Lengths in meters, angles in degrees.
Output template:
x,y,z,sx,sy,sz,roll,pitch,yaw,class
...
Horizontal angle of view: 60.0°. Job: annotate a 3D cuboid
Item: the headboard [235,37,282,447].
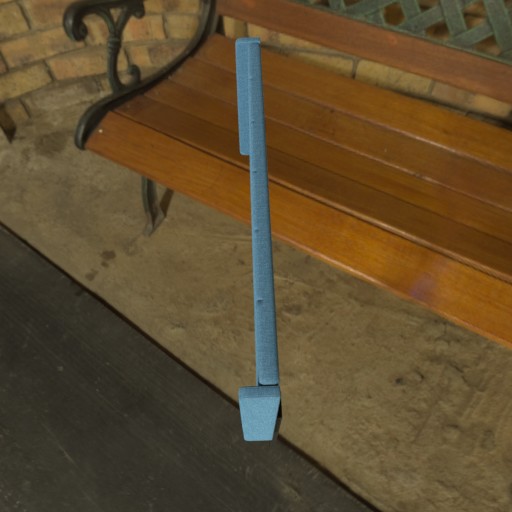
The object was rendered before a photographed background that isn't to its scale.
x,y,z,sx,sy,sz,roll,pitch,yaw,class
0.000,0.000,2.697,0.184,1.524,2.051,-1,59,-1,headboard
